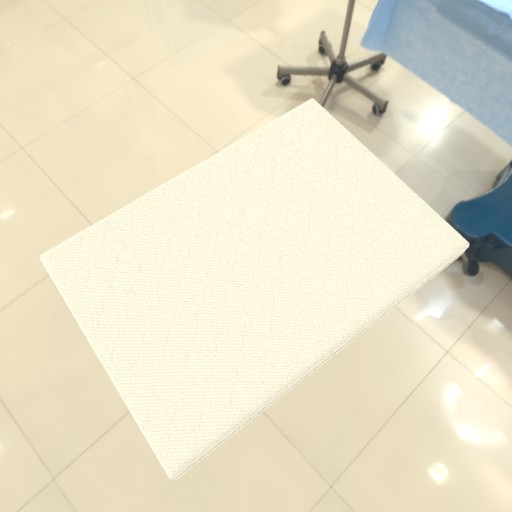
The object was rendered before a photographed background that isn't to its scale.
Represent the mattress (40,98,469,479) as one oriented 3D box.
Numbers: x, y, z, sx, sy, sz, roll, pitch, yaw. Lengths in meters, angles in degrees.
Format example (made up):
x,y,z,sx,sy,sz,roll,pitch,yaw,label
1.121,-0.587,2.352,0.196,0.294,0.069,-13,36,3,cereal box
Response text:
x,y,z,sx,sy,sz,roll,pitch,yaw,label
0.000,0.000,2.555,2.000,0.200,1.400,-34,69,-15,mattress
